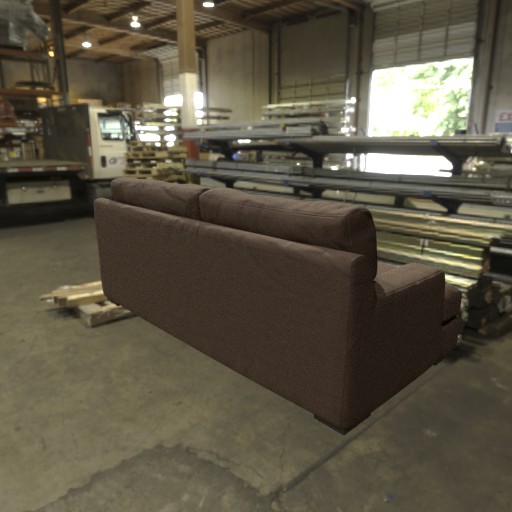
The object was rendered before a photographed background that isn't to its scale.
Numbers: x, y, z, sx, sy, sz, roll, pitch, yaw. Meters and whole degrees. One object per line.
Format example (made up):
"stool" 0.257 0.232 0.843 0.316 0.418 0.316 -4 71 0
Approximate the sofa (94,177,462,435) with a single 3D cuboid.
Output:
"sofa" 0.000 0.000 2.864 1.140 0.950 2.274 -14 20 -42
